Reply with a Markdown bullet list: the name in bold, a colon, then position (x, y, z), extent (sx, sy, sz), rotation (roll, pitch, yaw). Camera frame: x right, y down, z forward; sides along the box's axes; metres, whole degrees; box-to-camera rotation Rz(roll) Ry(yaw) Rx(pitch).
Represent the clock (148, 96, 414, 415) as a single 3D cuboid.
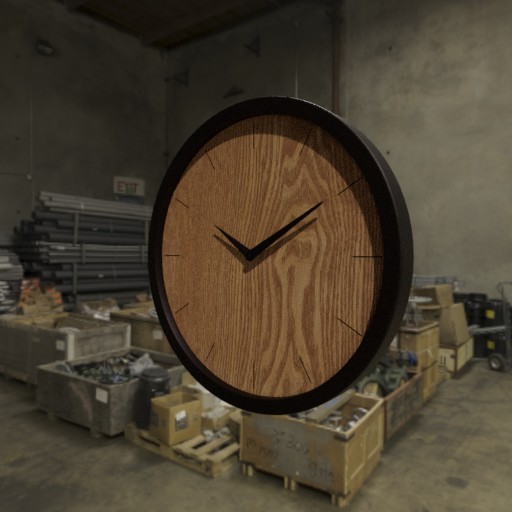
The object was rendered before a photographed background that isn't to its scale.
- **clock**: position (0.000, 0.000, 0.456), extent (0.314, 0.314, 0.029), rotation (0, 1, 38)
